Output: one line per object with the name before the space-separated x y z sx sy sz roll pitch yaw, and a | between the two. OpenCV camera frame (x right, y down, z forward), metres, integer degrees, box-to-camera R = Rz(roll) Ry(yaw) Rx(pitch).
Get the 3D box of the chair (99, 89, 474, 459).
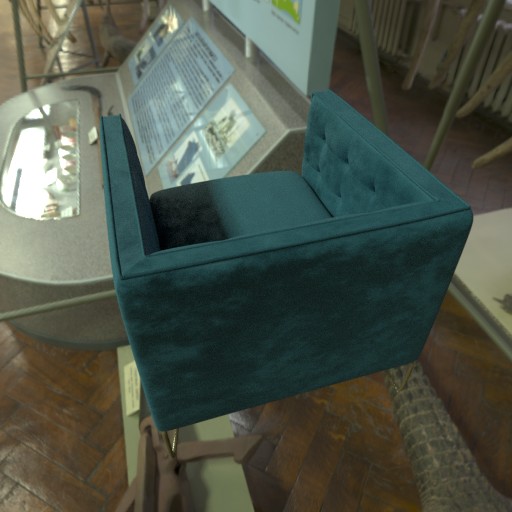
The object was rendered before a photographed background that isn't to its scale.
chair | 0.000 0.000 1.535 0.880 0.790 0.894 -11 42 -13
